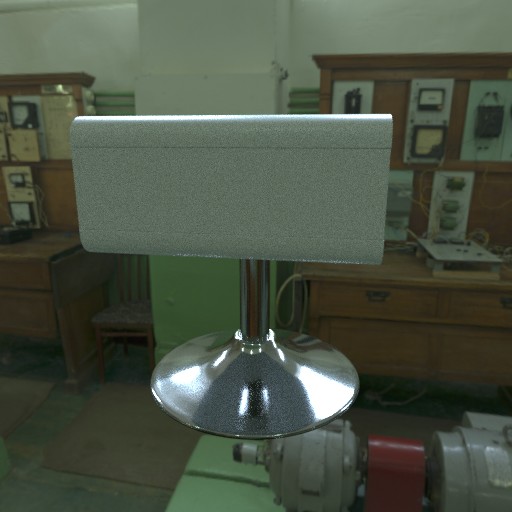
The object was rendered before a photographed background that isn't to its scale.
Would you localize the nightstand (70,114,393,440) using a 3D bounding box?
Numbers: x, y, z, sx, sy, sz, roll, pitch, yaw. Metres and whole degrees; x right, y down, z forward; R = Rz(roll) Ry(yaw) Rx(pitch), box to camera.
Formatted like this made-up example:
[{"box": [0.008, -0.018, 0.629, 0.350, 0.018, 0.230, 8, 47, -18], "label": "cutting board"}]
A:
[{"box": [0.000, 0.000, 0.759, 0.404, 0.447, 0.399, 2, 15, 9], "label": "nightstand"}]
